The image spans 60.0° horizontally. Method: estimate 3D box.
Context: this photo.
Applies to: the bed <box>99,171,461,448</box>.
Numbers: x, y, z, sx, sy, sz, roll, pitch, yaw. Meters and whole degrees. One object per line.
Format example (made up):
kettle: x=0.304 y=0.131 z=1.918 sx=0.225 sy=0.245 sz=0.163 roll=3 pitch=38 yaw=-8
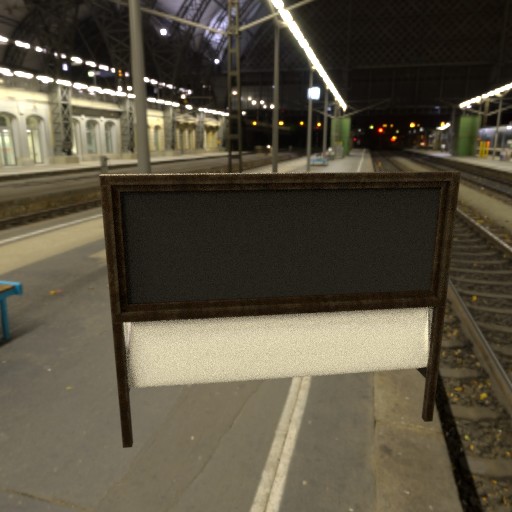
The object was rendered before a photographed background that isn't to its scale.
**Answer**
bed: x=0.000 y=0.000 z=3.165 sx=1.607 sy=1.313 sz=2.221 roll=-2 pitch=15 yaw=-7
